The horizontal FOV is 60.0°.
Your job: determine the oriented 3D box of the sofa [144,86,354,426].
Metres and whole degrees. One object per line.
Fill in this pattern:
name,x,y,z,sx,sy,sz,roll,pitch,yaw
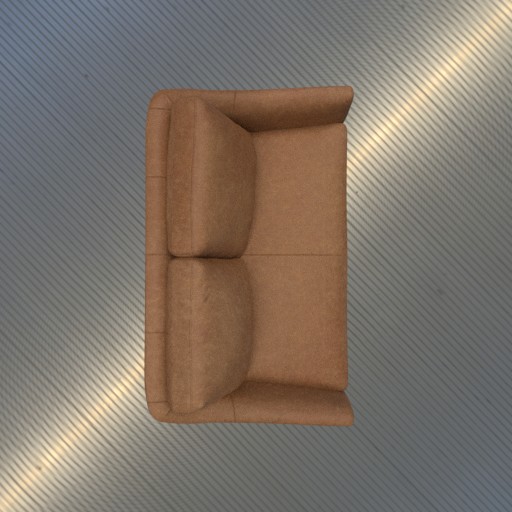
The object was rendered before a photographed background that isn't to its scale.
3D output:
sofa,0.000,0.000,2.234,0.960,0.902,1.619,0,89,-1
